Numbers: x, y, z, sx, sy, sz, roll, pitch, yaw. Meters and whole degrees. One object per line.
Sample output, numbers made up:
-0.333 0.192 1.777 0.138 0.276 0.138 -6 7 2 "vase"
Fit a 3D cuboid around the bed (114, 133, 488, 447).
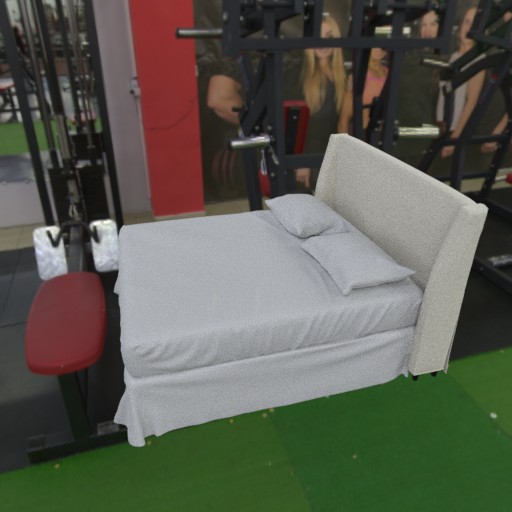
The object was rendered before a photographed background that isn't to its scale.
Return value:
0.000 0.000 3.381 2.276 1.332 1.925 -8 30 -14 "bed"
